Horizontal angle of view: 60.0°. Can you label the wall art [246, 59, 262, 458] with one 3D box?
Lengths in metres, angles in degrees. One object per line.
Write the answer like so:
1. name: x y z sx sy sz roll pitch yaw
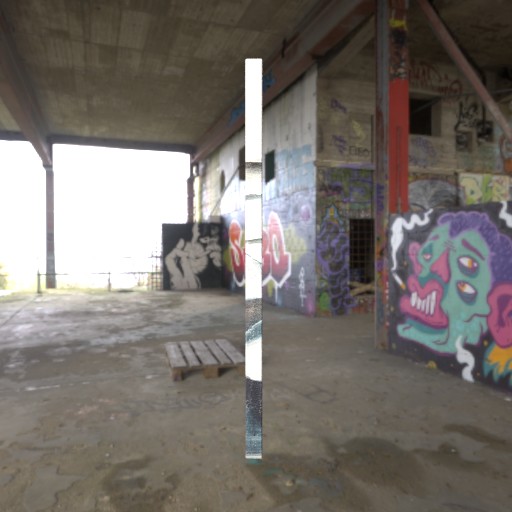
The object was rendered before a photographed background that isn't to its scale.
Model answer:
1. wall art: 0.000 0.000 1.620 0.039 0.915 1.219 0 1 0
